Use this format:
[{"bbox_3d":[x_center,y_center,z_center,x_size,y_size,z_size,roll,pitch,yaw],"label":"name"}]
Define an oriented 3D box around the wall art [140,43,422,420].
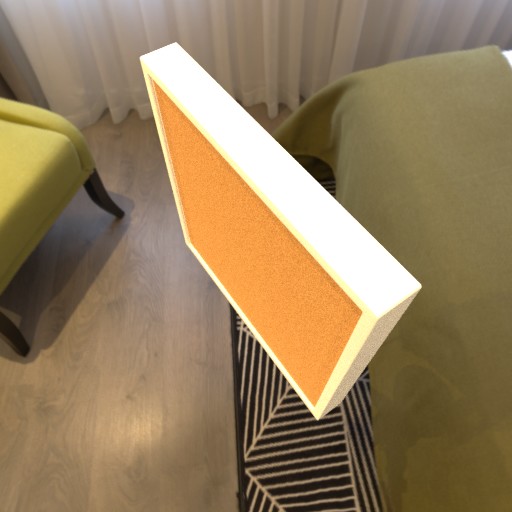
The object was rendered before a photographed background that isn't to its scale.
[{"bbox_3d":[0.000,0.000,0.462,0.038,0.305,0.305,-31,64,-17],"label":"wall art"}]
